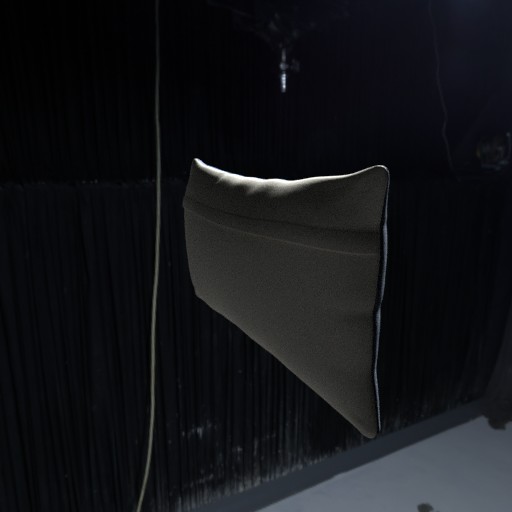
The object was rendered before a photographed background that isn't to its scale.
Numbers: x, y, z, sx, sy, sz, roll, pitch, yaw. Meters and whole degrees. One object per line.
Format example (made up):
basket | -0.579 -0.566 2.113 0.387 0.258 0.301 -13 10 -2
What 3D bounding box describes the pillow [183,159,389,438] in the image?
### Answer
pillow | 0.000 0.000 0.724 0.148 0.307 0.604 -6 14 -26
